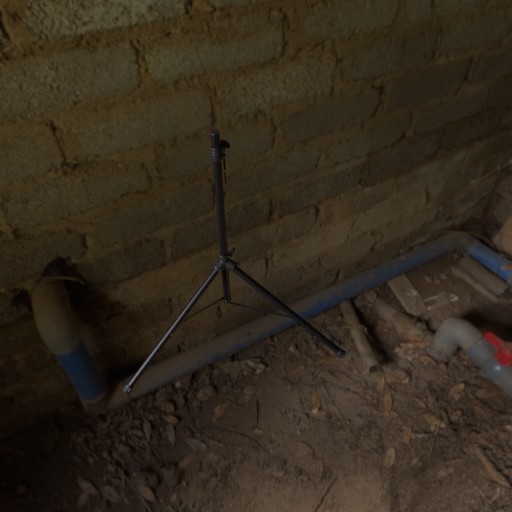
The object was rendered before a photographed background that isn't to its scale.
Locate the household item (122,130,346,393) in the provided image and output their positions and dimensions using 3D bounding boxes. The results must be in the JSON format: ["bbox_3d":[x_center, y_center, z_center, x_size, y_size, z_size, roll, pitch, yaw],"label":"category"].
[{"bbox_3d":[0.000,0.000,2.722,1.339,1.595,1.596,16,48,15],"label":"household item"}]
